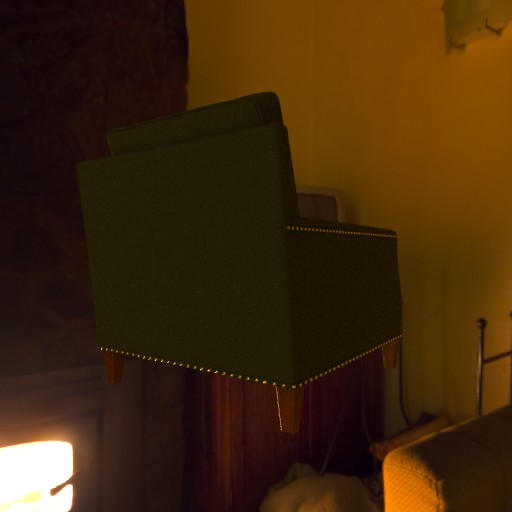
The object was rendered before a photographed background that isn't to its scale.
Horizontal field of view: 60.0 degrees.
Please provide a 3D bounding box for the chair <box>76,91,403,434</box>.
[{"bbox_3d":[0.000,0.000,1.729,0.853,0.943,1.014,0,1,36],"label":"chair"}]
